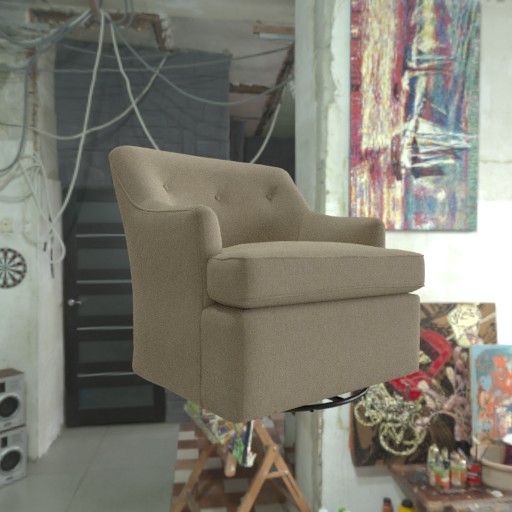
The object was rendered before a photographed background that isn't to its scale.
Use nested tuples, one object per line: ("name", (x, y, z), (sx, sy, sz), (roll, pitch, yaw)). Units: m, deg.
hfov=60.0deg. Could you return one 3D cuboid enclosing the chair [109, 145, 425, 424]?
("chair", (0.000, 0.000, 1.615), (0.864, 0.856, 0.923), (-1, 1, -37))
